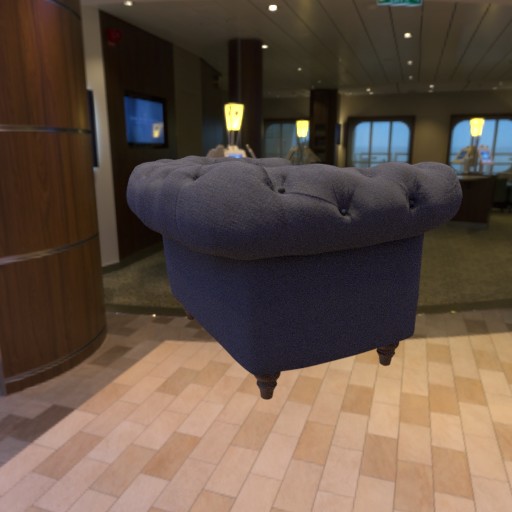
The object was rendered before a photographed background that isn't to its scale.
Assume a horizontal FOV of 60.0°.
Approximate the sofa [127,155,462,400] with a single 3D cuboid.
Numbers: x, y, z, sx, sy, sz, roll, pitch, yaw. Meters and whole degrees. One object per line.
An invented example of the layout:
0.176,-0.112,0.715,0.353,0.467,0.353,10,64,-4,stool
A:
0.000,0.000,2.025,1.032,0.878,1.405,-7,16,-26,sofa
